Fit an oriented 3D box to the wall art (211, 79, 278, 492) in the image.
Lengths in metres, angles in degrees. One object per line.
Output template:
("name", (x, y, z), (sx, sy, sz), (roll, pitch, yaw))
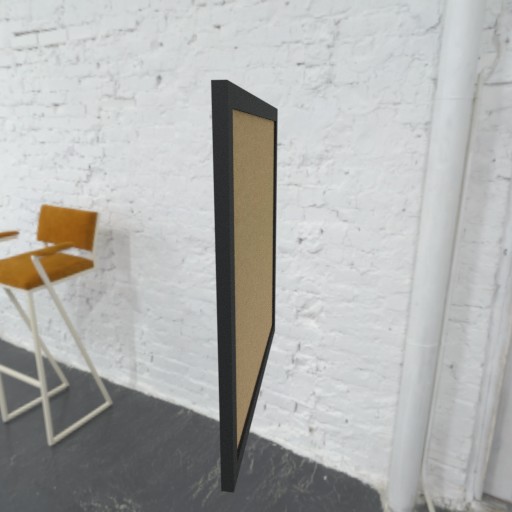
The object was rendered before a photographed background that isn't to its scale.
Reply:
("wall art", (0.000, 0.000, 0.534), (0.012, 0.357, 0.358), (2, 15, 8))
